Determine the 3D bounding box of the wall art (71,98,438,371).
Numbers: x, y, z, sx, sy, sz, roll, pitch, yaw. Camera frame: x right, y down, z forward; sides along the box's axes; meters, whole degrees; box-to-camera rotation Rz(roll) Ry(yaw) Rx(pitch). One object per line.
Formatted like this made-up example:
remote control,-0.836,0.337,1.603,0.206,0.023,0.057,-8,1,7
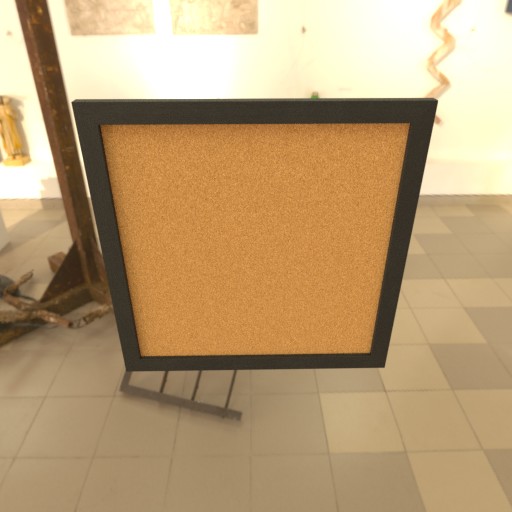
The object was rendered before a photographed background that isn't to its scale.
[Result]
wall art,0.000,0.000,1.500,1.016,1.016,0.038,-1,31,-1
